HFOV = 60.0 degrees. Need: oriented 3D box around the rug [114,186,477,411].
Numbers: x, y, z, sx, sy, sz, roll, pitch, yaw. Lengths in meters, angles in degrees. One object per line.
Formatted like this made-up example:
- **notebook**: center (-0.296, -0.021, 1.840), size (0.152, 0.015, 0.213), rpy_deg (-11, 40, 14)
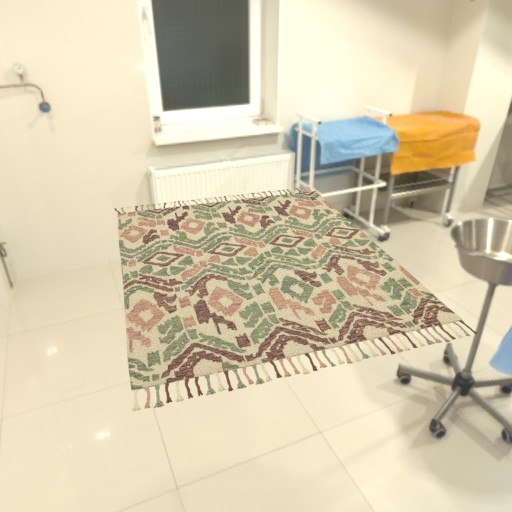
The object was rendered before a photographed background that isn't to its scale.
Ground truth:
- **rug**: center (0.000, 0.000, 4.069), size (2.438, 0.010, 3.048), rpy_deg (-8, 31, -15)
